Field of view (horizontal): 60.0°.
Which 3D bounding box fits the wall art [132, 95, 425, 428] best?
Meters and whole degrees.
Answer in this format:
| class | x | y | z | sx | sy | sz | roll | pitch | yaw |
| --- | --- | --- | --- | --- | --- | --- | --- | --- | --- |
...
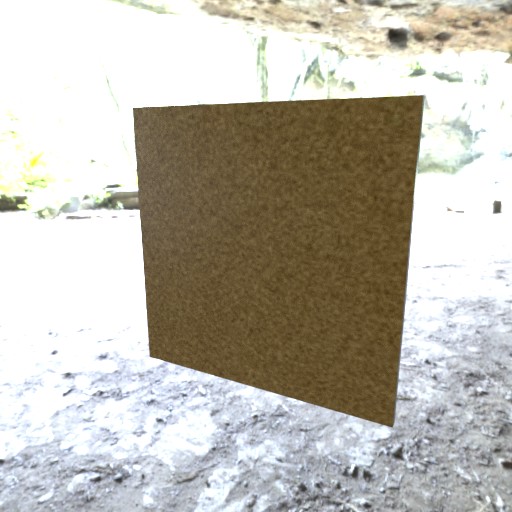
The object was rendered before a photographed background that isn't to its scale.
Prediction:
| class | x | y | z | sx | sy | sz | roll | pitch | yaw |
| --- | --- | --- | --- | --- | --- | --- | --- | --- | --- |
| wall art | 0.000 | 0.000 | 0.677 | 0.446 | 0.445 | 0.014 | 8 | 17 | 27 |
